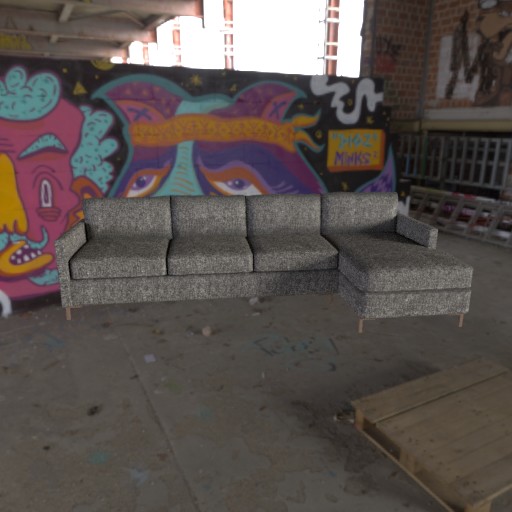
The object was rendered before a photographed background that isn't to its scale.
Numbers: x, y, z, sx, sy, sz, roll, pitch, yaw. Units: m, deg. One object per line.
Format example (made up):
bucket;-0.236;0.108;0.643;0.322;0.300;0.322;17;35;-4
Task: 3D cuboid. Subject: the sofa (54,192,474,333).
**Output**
sofa;0.000;0.000;4.058;3.384;0.970;1.488;-2;16;-7
